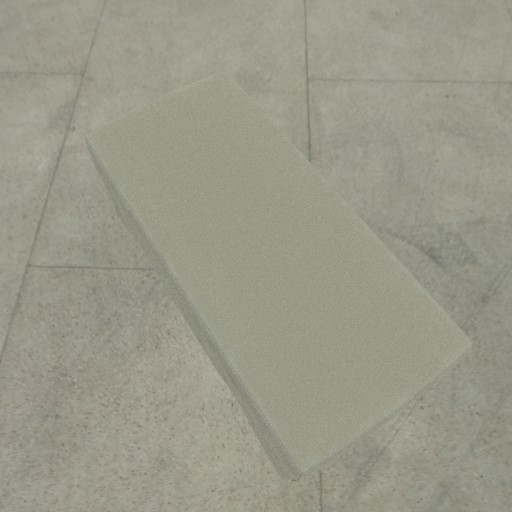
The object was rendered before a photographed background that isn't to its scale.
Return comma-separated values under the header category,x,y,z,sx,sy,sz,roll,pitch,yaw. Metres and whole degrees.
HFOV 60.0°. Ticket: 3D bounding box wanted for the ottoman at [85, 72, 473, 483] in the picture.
category,x,y,z,sx,sy,sz,roll,pitch,yaw
ottoman,0.000,0.000,1.610,0.665,0.457,1.388,-31,67,-15
